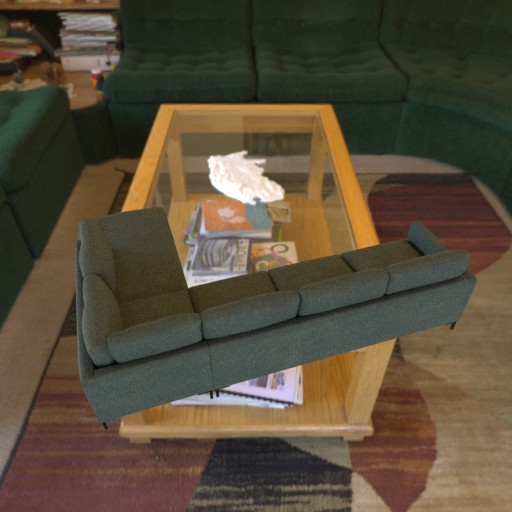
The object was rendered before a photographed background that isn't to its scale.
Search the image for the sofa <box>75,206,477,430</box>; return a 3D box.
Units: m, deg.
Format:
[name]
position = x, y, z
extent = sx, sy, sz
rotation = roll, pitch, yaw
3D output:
[sofa]
position = 0.000, 0.000, 3.854
extent = 2.949, 0.815, 2.007
rotation = -12, 43, -14
